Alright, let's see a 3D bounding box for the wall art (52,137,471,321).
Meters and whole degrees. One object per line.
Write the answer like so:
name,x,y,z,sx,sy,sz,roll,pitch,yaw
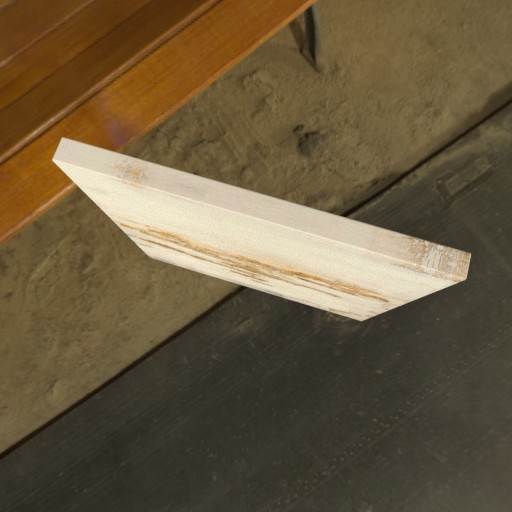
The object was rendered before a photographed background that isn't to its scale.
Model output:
wall art,0.000,0.000,0.926,0.611,0.613,0.040,16,77,4
